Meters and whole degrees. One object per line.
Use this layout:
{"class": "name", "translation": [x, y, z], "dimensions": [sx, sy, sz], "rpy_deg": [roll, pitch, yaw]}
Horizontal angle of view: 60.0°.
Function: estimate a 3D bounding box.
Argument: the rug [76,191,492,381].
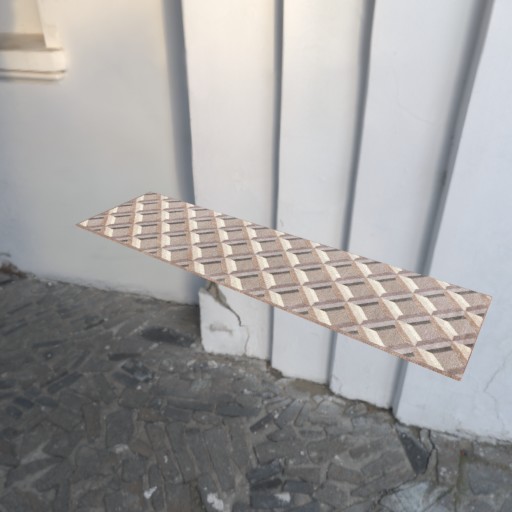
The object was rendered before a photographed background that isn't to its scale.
{"class": "rug", "translation": [0.000, 0.000, 2.591], "dimensions": [2.437, 0.013, 0.685], "rpy_deg": [19, 36, 29]}
